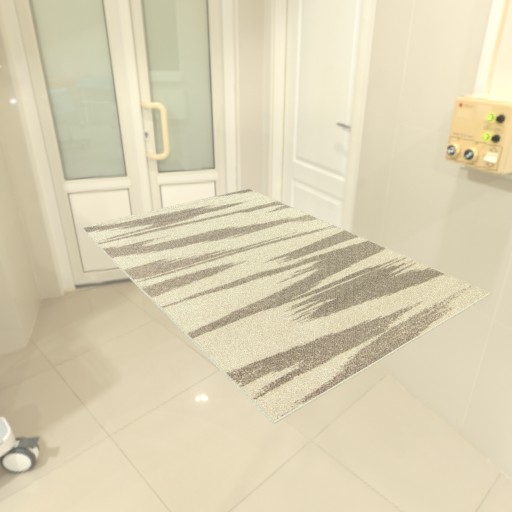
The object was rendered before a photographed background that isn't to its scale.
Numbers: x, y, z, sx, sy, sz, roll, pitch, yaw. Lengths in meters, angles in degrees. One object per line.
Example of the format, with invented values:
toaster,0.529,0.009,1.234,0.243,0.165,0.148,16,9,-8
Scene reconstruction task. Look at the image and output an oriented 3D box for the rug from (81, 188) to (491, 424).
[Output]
rug,0.000,0.000,2.275,1.225,0.008,1.827,-18,32,-32
